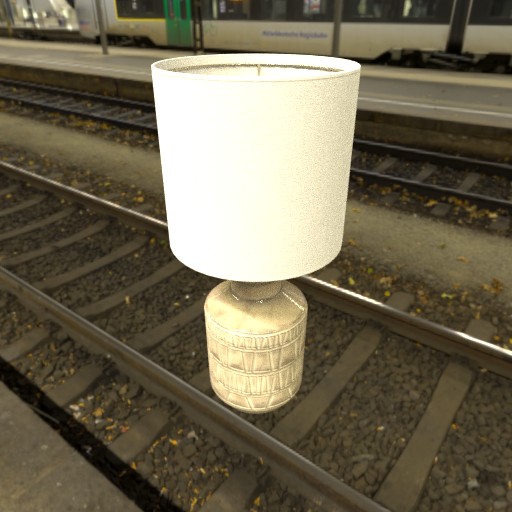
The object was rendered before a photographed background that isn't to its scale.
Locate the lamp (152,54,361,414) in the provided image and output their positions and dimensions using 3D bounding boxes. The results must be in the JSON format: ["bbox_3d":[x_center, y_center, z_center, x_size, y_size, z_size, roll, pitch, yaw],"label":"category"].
[{"bbox_3d":[0.000,0.000,0.567,0.211,0.455,0.211,8,30,14],"label":"lamp"}]
